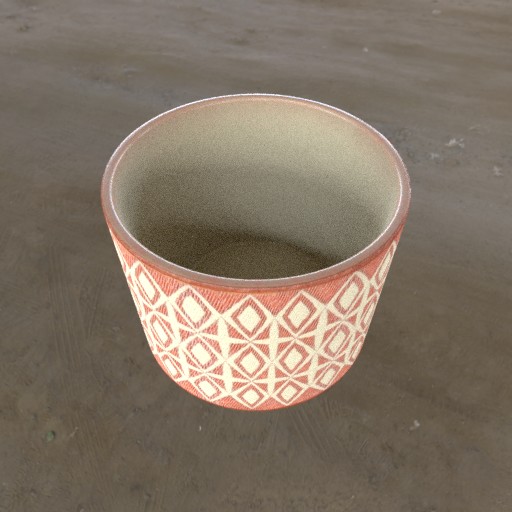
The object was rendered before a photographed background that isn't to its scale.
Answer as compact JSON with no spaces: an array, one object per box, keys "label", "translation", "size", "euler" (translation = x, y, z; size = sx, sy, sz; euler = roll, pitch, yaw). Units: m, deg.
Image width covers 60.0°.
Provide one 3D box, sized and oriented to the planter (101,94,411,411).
[{"label":"planter","translation":[0.000,0.000,0.486],"size":[0.273,0.237,0.273],"euler":[0,48,0]}]
